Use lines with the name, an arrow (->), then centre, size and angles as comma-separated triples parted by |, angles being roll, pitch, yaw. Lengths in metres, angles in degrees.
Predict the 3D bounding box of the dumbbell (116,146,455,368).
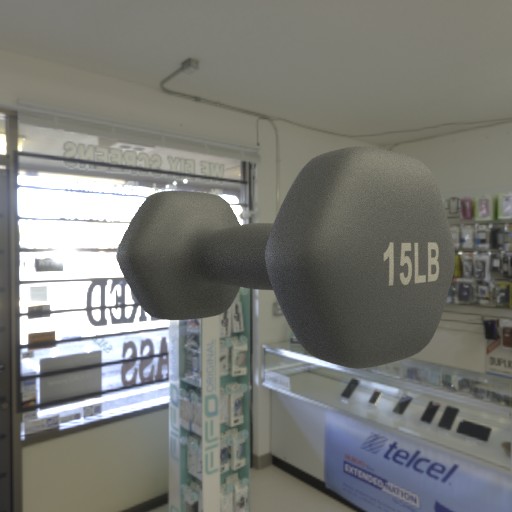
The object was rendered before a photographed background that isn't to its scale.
dumbbell -> 0.000, 0.000, 0.298 | 0.116, 0.105, 0.240 | 0, 1, -38
